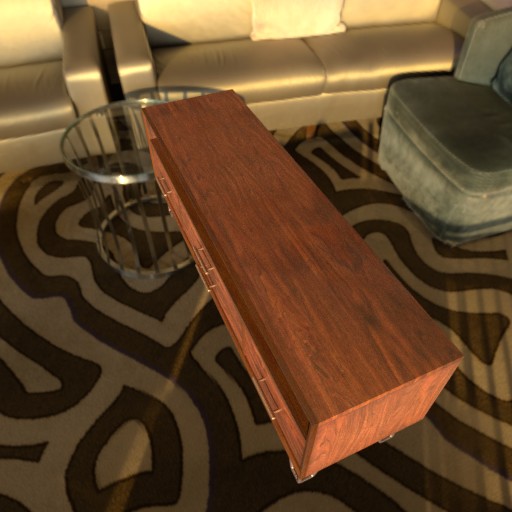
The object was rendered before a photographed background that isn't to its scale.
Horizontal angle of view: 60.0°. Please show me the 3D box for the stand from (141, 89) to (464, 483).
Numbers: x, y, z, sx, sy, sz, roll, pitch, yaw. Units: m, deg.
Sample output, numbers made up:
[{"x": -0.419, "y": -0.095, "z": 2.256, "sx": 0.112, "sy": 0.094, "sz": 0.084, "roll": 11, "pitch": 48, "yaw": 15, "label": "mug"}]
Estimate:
[{"x": 0.000, "y": 0.000, "z": 1.831, "sx": 0.481, "sy": 0.610, "sz": 1.626, "roll": -18, "pitch": 50, "yaw": -16, "label": "stand"}]
